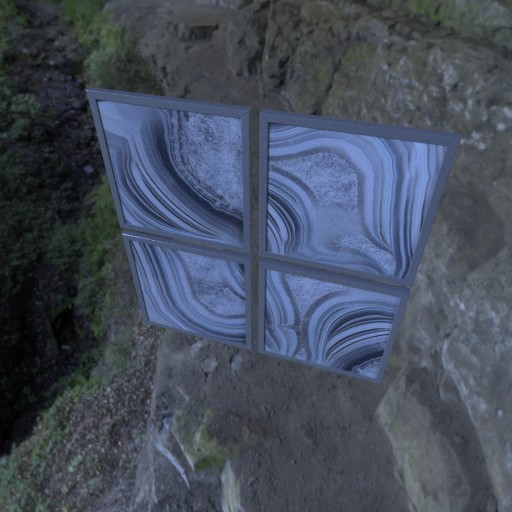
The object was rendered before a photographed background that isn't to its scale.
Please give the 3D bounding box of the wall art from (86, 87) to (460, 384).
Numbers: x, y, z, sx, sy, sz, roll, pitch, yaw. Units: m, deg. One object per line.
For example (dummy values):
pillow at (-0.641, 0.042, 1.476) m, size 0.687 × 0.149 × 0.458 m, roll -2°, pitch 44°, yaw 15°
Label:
wall art at (0.000, 0.000, 1.651) m, size 1.118 × 1.118 × 0.029 m, roll 12°, pitch 42°, yaw 13°
